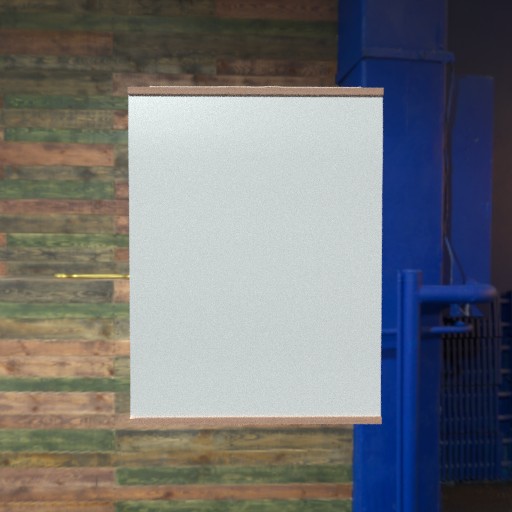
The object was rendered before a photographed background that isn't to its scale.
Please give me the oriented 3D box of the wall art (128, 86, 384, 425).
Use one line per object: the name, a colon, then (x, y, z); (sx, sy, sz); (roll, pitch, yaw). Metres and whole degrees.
wall art: (0.000, 0.000, 1.332); (0.758, 1.013, 0.020); (0, 1, -1)
